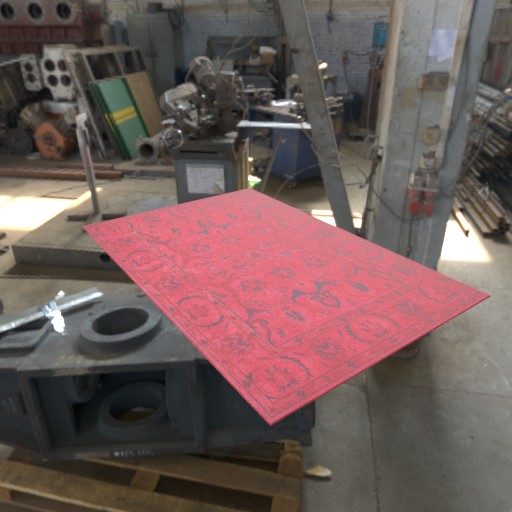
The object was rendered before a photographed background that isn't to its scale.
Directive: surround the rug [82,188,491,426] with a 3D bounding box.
[{"bbox_3d":[0.000,0.000,2.265,1.209,0.008,1.814,-18,32,-31],"label":"rug"}]
